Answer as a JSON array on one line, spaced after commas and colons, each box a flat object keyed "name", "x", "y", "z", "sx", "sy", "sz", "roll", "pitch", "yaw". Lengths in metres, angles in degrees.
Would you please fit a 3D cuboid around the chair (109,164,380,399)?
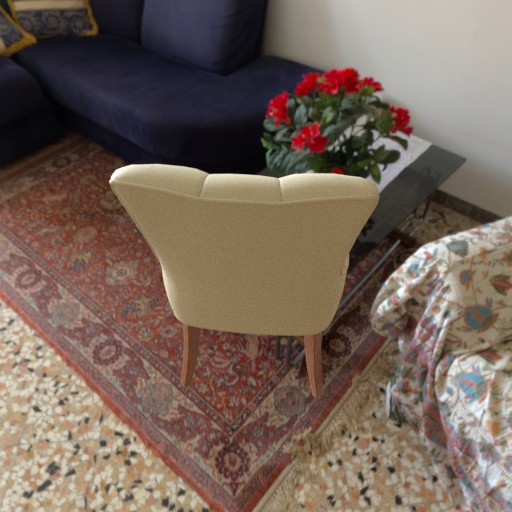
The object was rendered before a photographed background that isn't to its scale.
[{"name": "chair", "x": 0.000, "y": 0.000, "z": 1.192, "sx": 0.509, "sy": 0.874, "sz": 0.565, "roll": 4, "pitch": 47, "yaw": 4}]
